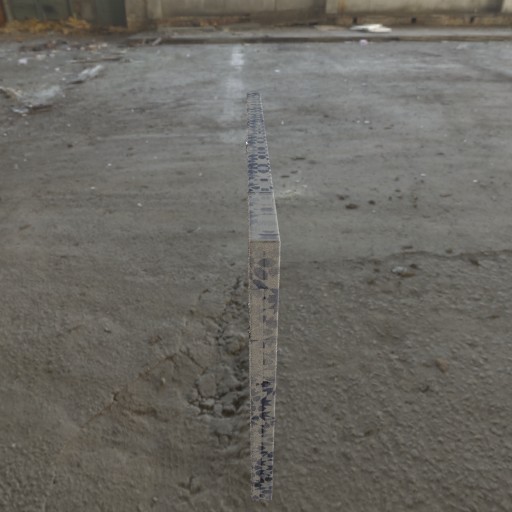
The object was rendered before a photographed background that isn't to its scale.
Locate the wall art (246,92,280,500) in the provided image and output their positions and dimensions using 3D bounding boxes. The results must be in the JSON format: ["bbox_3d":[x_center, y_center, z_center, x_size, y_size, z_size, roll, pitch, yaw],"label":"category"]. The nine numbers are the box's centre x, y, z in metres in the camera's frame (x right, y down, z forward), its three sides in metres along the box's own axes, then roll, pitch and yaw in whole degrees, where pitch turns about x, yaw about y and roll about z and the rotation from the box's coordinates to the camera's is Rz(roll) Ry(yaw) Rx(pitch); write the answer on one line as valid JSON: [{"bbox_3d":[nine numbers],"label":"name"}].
[{"bbox_3d":[0.000,0.000,0.751,0.030,0.406,0.608,-1,32,-1],"label":"wall art"}]
